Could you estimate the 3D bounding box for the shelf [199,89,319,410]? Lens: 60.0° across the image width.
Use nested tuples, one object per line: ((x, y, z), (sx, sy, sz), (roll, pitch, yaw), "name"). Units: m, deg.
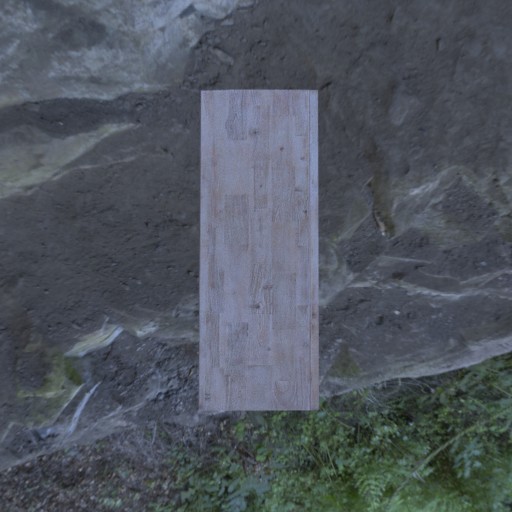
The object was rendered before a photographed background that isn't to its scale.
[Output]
((0.000, 0.000, 1.767), (0.308, 1.471, 0.748), (0, 89, -1), "shelf")
